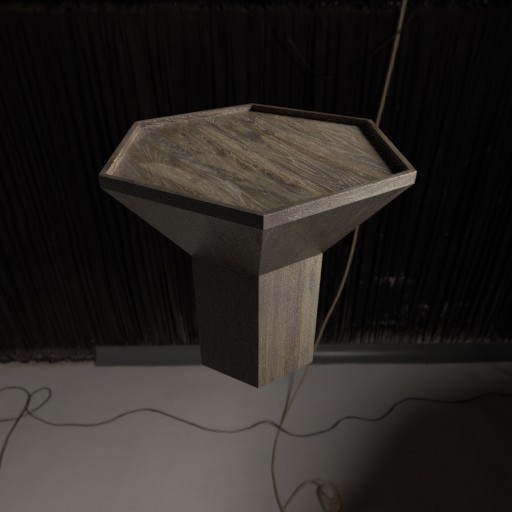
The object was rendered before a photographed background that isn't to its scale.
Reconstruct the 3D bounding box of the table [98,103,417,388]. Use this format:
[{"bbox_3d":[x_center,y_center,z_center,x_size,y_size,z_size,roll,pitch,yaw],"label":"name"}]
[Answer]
[{"bbox_3d":[0.000,0.000,1.125,0.592,0.586,0.683,-1,33,-2],"label":"table"}]
